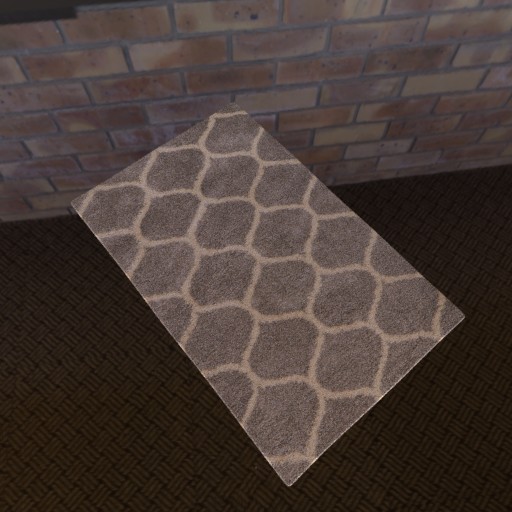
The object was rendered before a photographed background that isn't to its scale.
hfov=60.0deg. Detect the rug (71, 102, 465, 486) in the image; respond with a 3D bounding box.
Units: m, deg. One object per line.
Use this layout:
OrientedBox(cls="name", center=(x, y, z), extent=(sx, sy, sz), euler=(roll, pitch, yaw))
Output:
OrientedBox(cls="rug", center=(0.000, 0.000, 2.981), extent=(1.501, 0.025, 2.348), euler=(-37, 70, -16))
